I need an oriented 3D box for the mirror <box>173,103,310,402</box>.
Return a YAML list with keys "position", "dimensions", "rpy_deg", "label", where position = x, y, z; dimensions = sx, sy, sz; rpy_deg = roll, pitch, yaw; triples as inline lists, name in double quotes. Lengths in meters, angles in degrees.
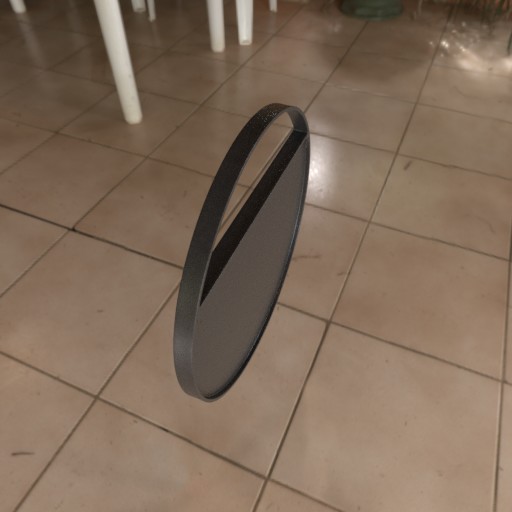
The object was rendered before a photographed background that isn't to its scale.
- position: [0.000, 0.000, 0.859]
  dimensions: [0.032, 0.565, 0.565]
  rpy_deg: [17, 50, 15]
  label: "mirror"
